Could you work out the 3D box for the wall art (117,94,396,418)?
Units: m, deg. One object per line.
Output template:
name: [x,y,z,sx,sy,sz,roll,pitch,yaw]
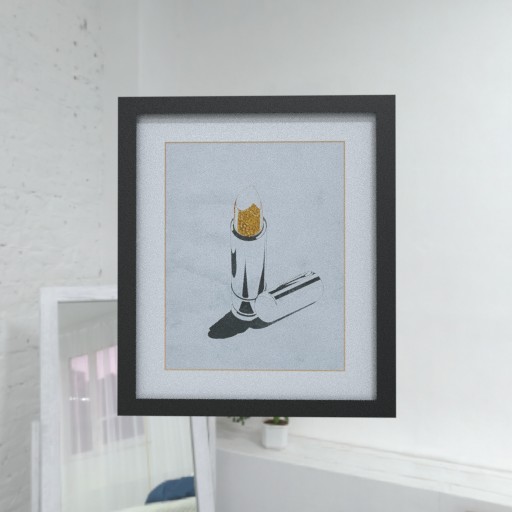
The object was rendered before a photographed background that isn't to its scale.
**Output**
wall art: [0.000,0.000,0.535,0.330,0.381,0.019,0,0,1]
